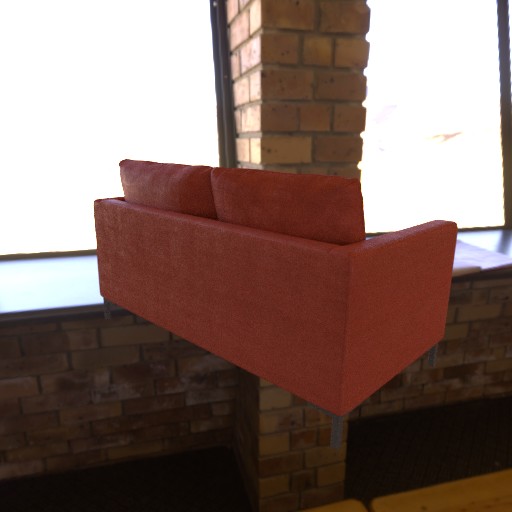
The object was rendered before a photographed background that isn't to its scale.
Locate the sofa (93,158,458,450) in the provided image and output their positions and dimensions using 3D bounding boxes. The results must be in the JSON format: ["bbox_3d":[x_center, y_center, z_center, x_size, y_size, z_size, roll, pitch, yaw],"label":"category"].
[{"bbox_3d":[0.000,0.000,2.133,1.574,0.896,0.864,14,20,42],"label":"sofa"}]
